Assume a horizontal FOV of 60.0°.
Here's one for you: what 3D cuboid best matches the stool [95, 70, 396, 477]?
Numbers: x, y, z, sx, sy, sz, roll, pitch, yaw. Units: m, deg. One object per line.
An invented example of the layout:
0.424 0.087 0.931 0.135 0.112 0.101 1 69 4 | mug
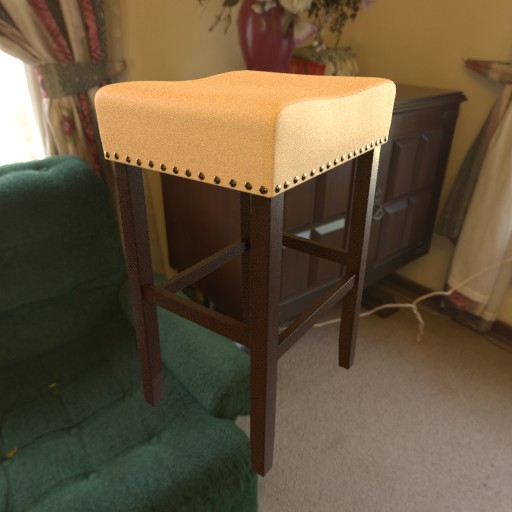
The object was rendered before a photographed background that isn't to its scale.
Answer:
0.000 0.000 1.028 0.401 0.762 0.471 18 32 32 | stool
